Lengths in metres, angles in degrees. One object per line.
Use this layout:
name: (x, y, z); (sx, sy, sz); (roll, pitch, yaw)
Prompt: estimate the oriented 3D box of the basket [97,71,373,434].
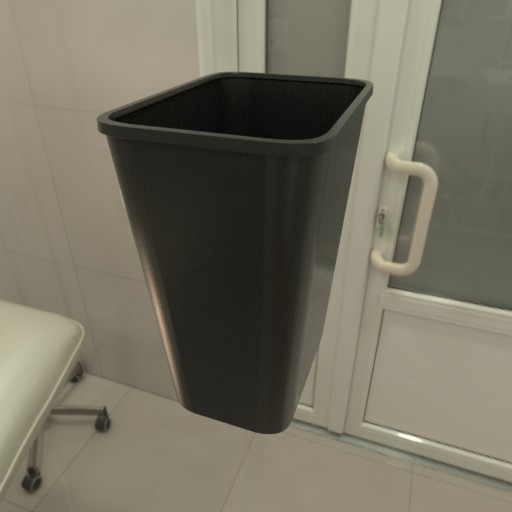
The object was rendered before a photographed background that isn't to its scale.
basket: (0.000, 0.000, 0.754); (0.287, 0.521, 0.394); (11, 33, 17)
